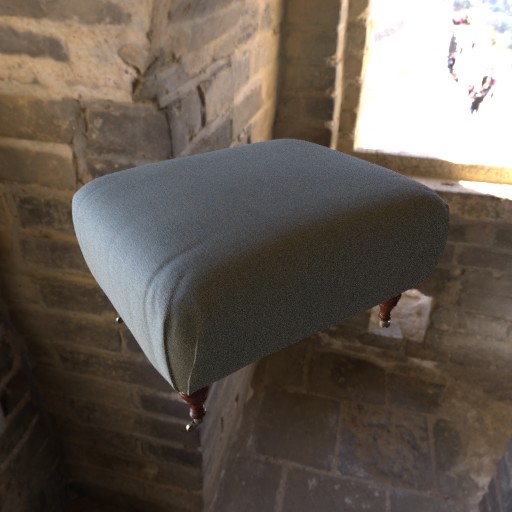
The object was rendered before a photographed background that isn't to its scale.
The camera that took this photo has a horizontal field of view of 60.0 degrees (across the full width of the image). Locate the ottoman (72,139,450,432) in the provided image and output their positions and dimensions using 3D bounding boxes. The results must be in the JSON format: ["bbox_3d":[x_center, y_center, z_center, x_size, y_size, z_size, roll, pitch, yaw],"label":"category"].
[{"bbox_3d":[0.000,0.000,1.119,0.747,0.450,0.622,-19,35,-29],"label":"ottoman"}]
